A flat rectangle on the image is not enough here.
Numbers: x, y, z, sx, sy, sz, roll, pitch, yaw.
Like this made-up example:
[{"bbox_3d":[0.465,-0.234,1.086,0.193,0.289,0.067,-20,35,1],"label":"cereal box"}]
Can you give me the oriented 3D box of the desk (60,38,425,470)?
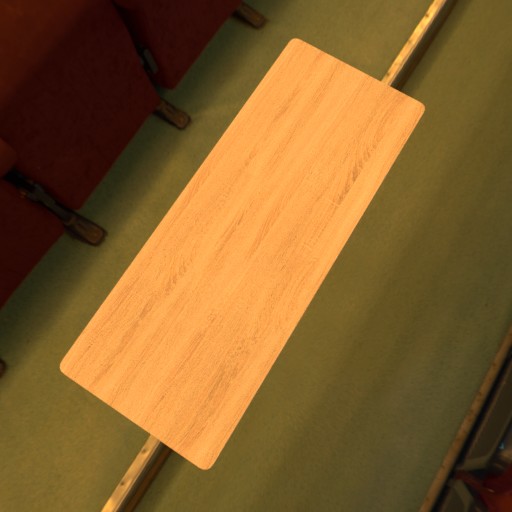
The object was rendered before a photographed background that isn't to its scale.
[{"bbox_3d":[0.000,0.000,1.816,0.550,0.760,1.400,31,78,8],"label":"desk"}]
